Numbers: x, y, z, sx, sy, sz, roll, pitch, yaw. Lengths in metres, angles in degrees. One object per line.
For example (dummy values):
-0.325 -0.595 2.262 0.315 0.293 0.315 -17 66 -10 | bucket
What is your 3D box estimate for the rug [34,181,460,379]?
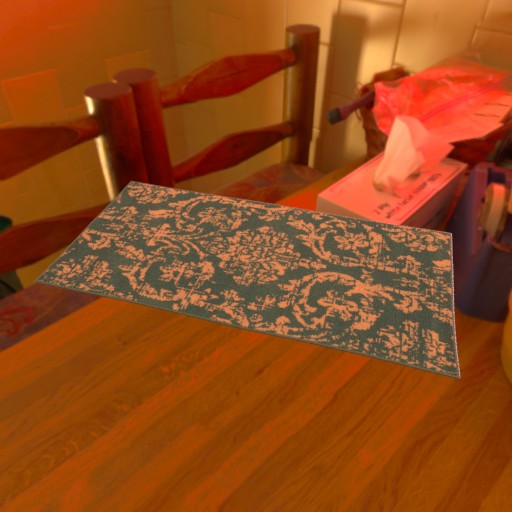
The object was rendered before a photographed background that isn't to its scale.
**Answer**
0.000 0.000 1.428 1.219 0.007 0.604 11 42 12 | rug
